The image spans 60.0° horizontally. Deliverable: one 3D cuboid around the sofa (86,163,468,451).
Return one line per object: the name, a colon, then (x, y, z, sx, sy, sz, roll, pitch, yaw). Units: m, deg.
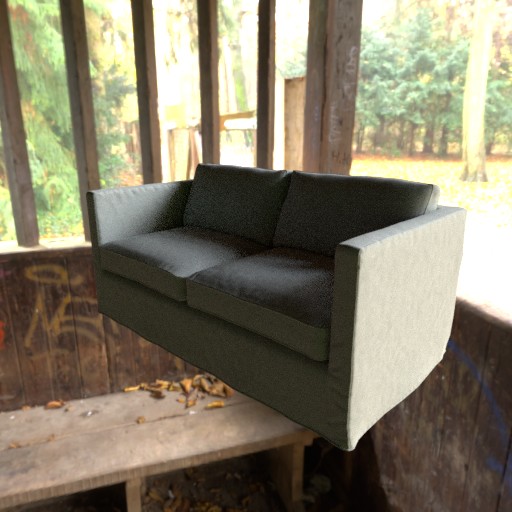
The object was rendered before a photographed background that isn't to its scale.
sofa: (0.000, 0.000, 2.252, 1.727, 0.830, 0.944, 15, 22, 41)
